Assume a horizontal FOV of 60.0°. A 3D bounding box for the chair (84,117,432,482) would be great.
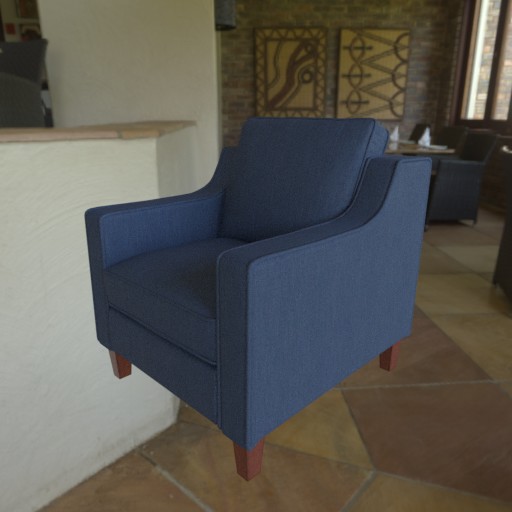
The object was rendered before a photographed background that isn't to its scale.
[{"bbox_3d":[0.000,0.000,1.606,0.831,0.960,0.909,17,24,42],"label":"chair"}]
